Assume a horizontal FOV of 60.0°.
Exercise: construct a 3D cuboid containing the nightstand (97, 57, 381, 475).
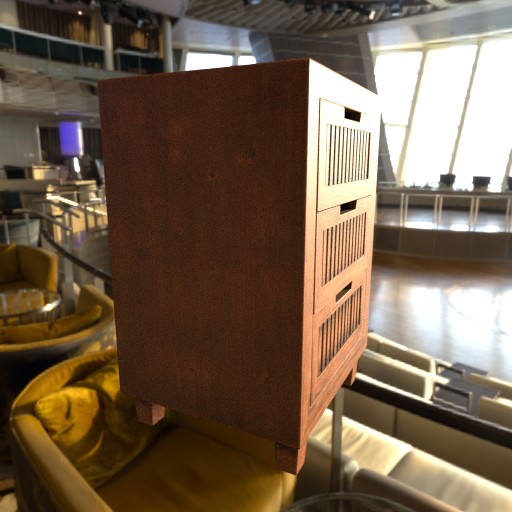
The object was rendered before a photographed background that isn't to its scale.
[{"bbox_3d":[0.000,0.000,0.979,0.410,0.695,0.465,6,14,27],"label":"nightstand"}]
